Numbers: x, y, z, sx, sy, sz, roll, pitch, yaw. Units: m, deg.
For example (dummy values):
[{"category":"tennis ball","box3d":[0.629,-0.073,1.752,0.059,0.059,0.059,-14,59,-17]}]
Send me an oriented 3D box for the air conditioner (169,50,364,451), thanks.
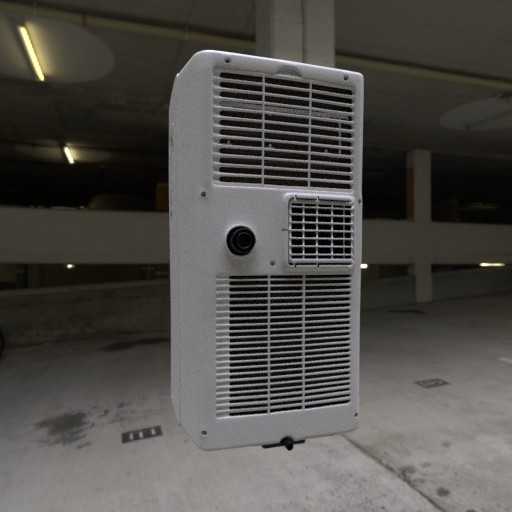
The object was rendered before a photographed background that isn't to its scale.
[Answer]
[{"category":"air conditioner","box3d":[0.000,0.000,0.816,0.304,0.606,0.349,0,-1,-18]}]
